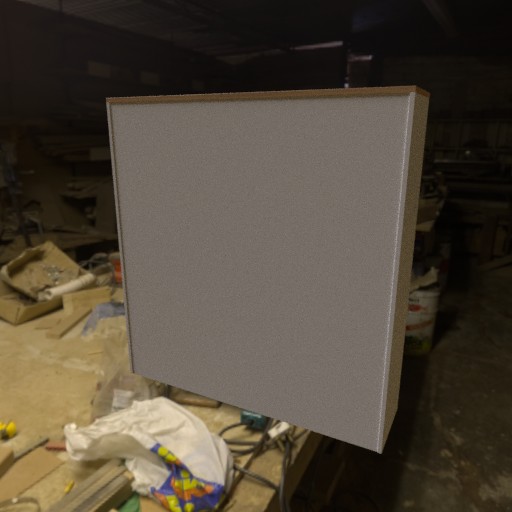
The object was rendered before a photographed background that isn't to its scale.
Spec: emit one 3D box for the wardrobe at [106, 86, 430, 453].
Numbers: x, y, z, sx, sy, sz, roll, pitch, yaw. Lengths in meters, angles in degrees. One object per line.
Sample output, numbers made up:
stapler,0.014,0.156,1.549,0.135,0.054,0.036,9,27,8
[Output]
wardrobe,0.000,0.000,3.321,2.160,2.260,0.590,8,18,26
